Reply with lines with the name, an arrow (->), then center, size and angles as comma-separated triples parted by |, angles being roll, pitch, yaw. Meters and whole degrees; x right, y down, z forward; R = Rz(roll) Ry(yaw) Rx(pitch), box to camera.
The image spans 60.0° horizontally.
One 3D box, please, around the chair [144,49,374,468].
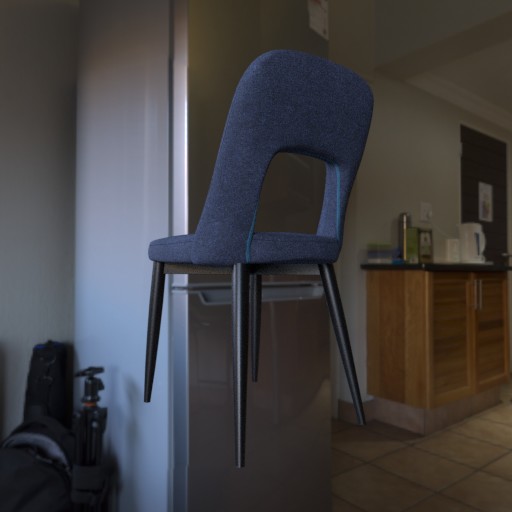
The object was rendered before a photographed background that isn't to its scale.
chair -> 0.000, 0.000, 1.281 | 0.470, 0.931, 0.612 | 1, -1, -36
